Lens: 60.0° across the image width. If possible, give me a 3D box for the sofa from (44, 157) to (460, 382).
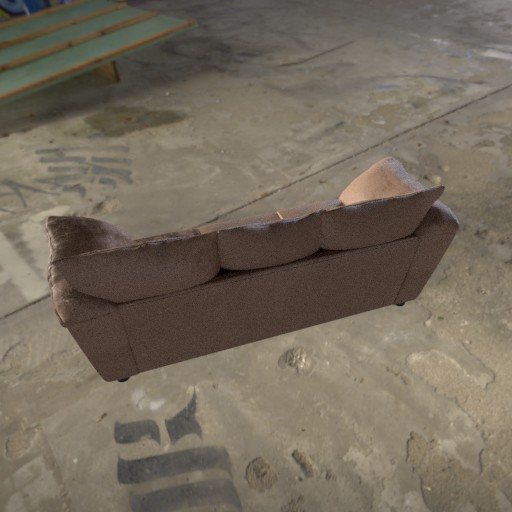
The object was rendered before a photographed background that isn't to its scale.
[{"bbox_3d":[0.000,0.000,2.804,2.377,0.981,0.893,-12,42,-14],"label":"sofa"}]
